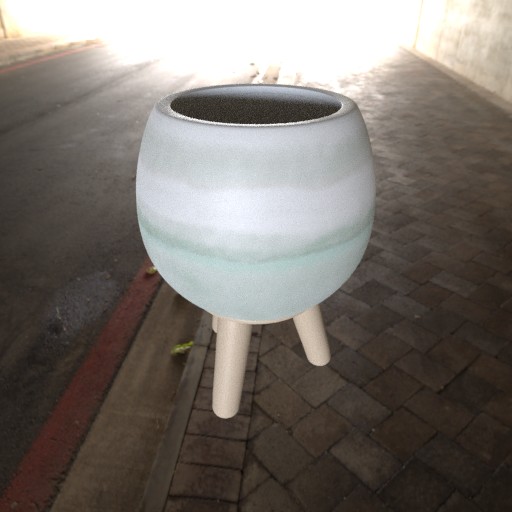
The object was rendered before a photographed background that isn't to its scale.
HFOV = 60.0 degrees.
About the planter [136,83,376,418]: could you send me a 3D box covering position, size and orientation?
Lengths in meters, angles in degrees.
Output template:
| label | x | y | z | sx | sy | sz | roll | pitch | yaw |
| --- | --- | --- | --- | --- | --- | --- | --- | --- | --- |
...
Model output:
| label | x | y | z | sx | sy | sz | roll | pitch | yaw |
| --- | --- | --- | --- | --- | --- | --- | --- | --- | --- |
| planter | 0.000 | 0.000 | 0.332 | 0.161 | 0.224 | 0.161 | 0 | 31 | 0 |
